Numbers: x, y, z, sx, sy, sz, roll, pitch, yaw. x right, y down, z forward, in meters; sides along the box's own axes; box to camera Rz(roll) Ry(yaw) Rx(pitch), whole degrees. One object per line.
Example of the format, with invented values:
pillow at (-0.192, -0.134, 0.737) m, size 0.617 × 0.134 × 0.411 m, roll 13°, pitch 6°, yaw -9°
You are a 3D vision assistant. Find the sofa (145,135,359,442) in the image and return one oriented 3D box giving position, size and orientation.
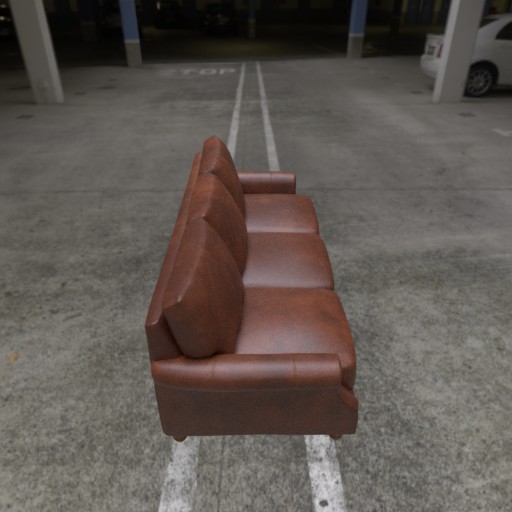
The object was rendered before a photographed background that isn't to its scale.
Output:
sofa at (0.000, 0.000, 2.904) m, size 0.973 × 0.977 × 2.351 m, roll 0°, pitch 32°, yaw -1°
